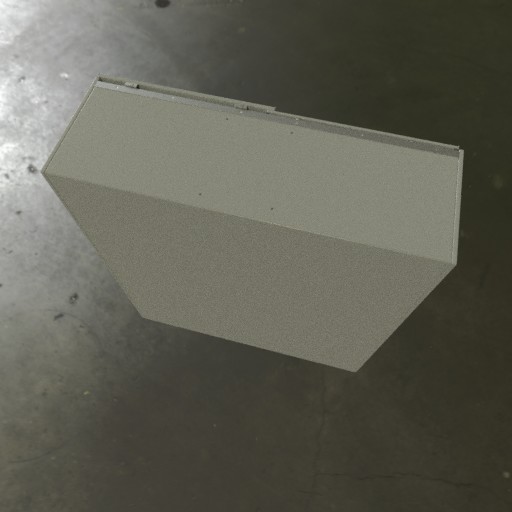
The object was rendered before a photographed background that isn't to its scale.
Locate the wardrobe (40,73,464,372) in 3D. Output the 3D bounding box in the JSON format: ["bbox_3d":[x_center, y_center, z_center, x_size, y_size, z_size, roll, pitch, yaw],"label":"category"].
[{"bbox_3d":[0.000,0.000,2.834,1.780,1.960,0.629,13,64,7],"label":"wardrobe"}]
